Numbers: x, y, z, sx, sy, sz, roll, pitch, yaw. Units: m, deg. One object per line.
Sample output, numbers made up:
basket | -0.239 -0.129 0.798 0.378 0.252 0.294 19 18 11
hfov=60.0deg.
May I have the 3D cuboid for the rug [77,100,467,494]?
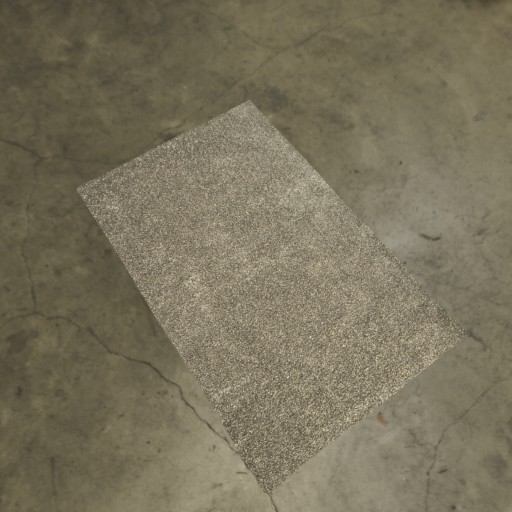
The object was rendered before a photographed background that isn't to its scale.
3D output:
rug | 0.000 0.000 2.925 1.502 0.025 2.350 -32 68 -15
